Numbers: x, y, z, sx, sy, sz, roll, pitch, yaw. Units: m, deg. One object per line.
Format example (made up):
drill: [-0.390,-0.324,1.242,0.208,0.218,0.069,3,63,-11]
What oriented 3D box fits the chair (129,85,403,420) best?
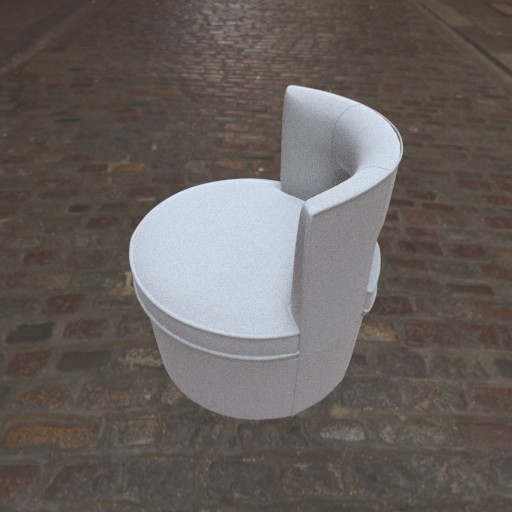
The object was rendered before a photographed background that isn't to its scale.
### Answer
chair: [0.000,0.000,1.210,0.665,0.723,0.650,0,41,0]
